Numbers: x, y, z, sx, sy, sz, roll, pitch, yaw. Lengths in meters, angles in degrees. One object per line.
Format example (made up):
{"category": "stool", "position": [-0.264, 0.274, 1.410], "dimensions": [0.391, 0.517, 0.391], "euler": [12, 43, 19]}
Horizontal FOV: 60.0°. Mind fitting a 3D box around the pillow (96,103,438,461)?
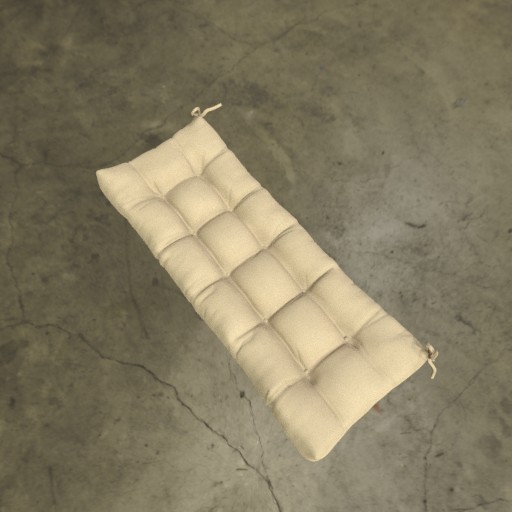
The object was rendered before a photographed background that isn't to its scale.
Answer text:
{"category": "pillow", "position": [0.000, 0.000, 1.380], "dimensions": [0.511, 0.174, 1.194], "euler": [-35, 69, -16]}
